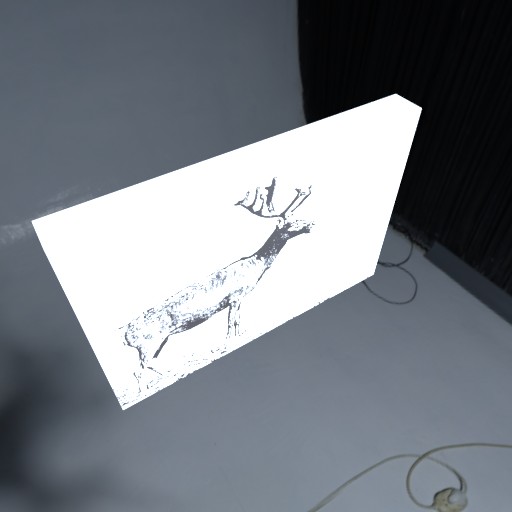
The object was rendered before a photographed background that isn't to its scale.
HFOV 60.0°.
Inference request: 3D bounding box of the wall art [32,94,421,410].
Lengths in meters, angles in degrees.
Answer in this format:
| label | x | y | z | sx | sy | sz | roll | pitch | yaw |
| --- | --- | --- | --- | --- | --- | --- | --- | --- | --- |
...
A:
| label | x | y | z | sx | sy | sz | roll | pitch | yaw |
| --- | --- | --- | --- | --- | --- | --- | --- | --- | --- |
| wall art | 0.000 | 0.000 | 0.490 | 0.381 | 0.259 | 0.038 | -25 | 51 | -22 |
